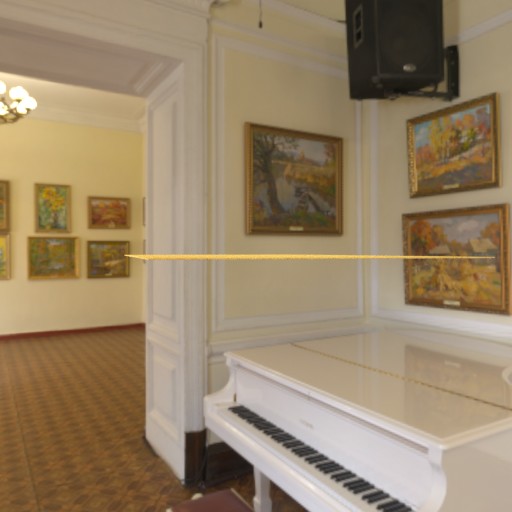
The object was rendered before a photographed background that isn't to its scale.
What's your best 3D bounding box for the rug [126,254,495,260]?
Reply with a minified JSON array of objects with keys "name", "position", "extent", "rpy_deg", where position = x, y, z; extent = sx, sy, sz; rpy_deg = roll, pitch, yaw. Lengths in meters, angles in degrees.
[{"name":"rug","position":[0.000,0.000,3.654],"extent":[1.981,0.006,2.895],"rpy_deg":[0,1,-19]}]
